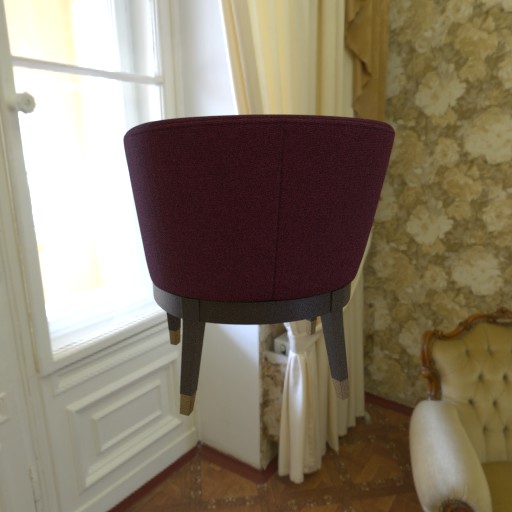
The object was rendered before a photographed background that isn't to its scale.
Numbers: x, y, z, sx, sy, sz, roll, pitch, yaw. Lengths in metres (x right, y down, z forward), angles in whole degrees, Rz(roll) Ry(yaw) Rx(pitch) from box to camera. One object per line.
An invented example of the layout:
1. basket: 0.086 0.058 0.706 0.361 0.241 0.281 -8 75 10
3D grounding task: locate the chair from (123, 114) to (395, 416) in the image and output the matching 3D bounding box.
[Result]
1. chair: 0.000 0.000 1.297 0.700 0.760 0.660 -3 15 -9
